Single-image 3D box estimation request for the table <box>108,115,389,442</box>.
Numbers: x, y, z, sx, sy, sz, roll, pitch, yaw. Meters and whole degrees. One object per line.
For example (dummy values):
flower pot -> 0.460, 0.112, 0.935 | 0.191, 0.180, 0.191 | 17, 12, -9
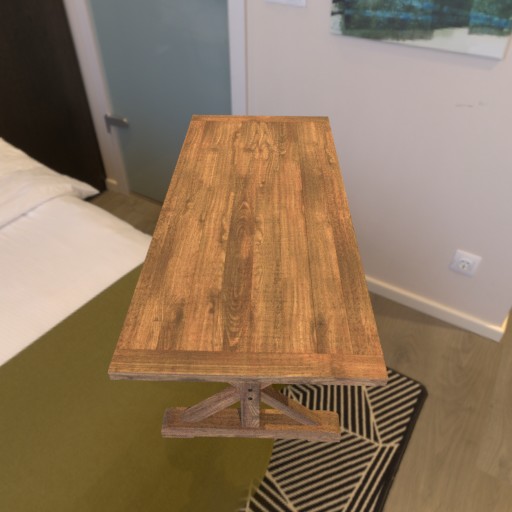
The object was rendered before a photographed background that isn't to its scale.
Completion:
table -> 0.000, 0.000, 2.436 | 0.907, 0.733, 2.031 | 1, 41, 1
